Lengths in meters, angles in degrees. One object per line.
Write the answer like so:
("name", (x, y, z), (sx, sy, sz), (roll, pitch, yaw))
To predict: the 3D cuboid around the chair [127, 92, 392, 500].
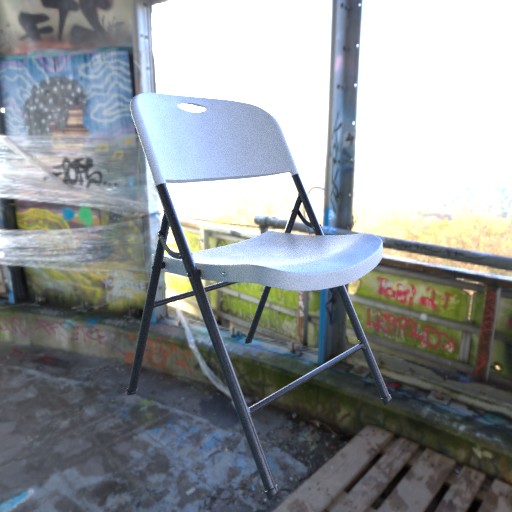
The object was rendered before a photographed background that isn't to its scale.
("chair", (0.000, 0.000, 1.132), (0.566, 0.810, 0.494), (13, 19, 43))
